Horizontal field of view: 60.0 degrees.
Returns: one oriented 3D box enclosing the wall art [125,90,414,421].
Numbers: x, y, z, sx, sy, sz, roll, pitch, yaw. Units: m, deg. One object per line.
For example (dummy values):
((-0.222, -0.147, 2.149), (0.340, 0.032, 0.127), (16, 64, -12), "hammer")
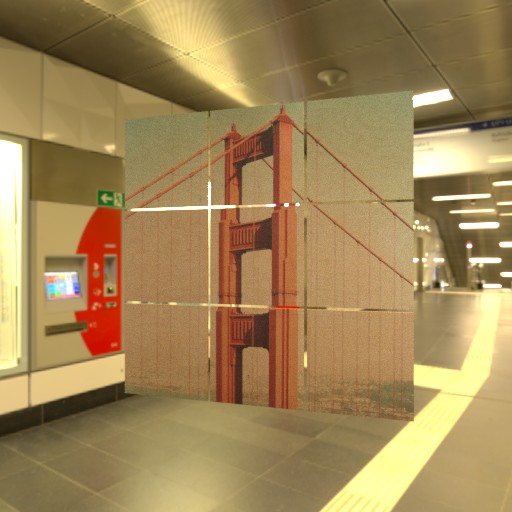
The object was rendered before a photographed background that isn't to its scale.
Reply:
((0.000, 0.000, 1.809), (1.214, 1.219, 0.013), (0, 0, 16), "wall art")
